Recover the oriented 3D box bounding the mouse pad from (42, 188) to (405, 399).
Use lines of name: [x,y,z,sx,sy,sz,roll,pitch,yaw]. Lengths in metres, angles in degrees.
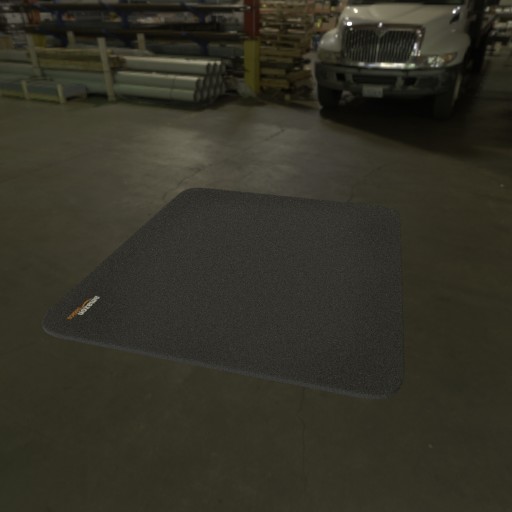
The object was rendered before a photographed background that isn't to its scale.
mouse pad: [0.000,0.000,0.321,0.203,0.003,0.229,8,31,13]
